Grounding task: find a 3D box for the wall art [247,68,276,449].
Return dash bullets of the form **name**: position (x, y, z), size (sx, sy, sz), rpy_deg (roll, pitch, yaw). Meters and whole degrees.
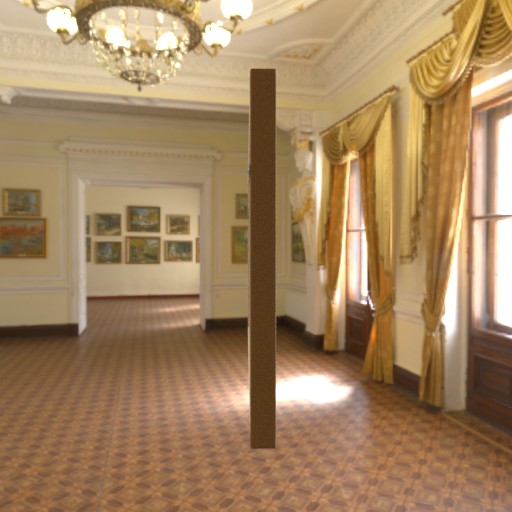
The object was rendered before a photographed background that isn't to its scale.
- **wall art**: position (0.000, 0.000, 0.483), size (0.019, 0.254, 0.380), rpy_deg (0, 1, -1)
